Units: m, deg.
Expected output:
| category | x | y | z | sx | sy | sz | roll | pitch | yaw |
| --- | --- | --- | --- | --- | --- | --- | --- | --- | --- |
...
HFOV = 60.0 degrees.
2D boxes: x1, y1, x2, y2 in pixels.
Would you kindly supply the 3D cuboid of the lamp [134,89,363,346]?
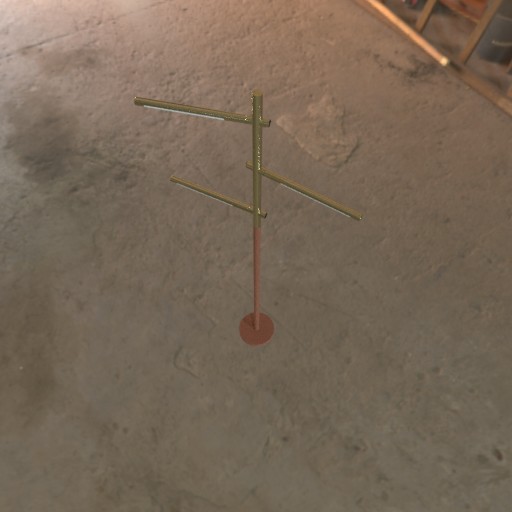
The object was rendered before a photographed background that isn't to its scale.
| category | x | y | z | sx | sy | sz | roll | pitch | yaw |
| --- | --- | --- | --- | --- | --- | --- | --- | --- | --- |
| lamp | 0.000 | 0.000 | 1.923 | 0.737 | 1.704 | 0.209 | 16 | 60 | 10 |
